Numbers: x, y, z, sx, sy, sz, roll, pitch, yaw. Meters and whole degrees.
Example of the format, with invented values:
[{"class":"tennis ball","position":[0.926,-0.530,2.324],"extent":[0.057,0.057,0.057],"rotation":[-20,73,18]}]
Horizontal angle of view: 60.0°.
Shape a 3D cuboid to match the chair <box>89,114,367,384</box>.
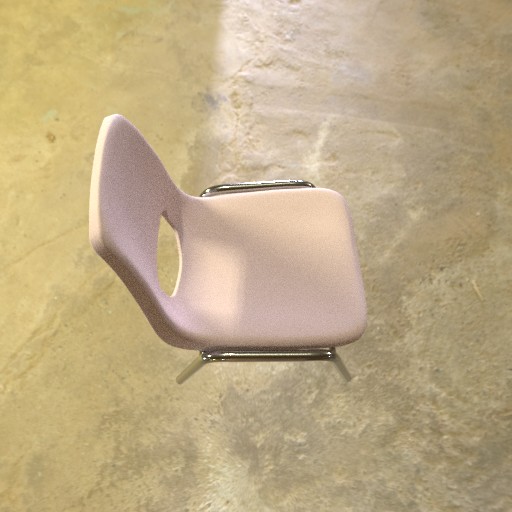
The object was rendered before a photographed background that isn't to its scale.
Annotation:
[{"class":"chair","position":[0.000,0.000,0.763],"extent":[0.385,0.537,0.354],"rotation":[-3,65,-1]}]
